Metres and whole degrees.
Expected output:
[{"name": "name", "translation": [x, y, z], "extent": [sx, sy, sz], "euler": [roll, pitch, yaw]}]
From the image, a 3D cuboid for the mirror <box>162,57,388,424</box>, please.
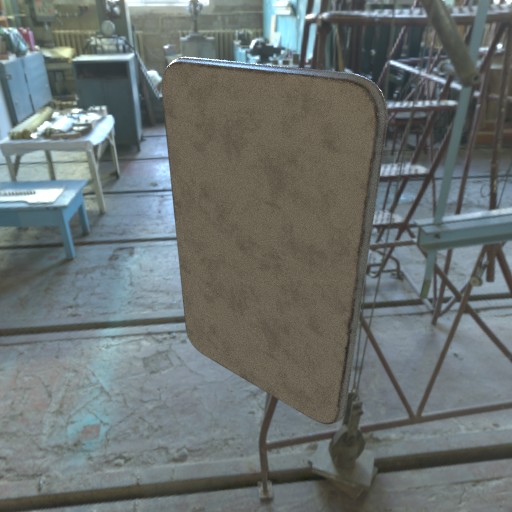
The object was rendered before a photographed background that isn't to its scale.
[{"name": "mirror", "translation": [0.000, 0.000, 0.892], "extent": [0.461, 0.713, 0.024], "euler": [21, 36, 32]}]
